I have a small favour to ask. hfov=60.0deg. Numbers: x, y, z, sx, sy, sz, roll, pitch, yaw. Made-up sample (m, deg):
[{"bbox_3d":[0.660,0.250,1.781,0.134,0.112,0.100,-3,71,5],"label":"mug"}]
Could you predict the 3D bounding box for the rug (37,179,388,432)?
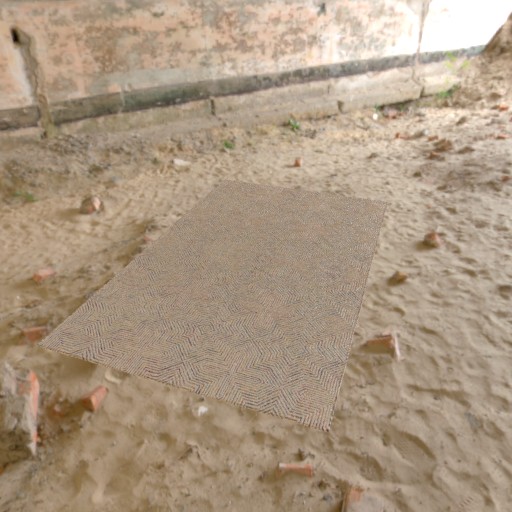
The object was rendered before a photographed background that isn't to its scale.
[{"bbox_3d":[0.000,0.000,3.023,1.519,0.007,2.428,11,33,17],"label":"rug"}]
